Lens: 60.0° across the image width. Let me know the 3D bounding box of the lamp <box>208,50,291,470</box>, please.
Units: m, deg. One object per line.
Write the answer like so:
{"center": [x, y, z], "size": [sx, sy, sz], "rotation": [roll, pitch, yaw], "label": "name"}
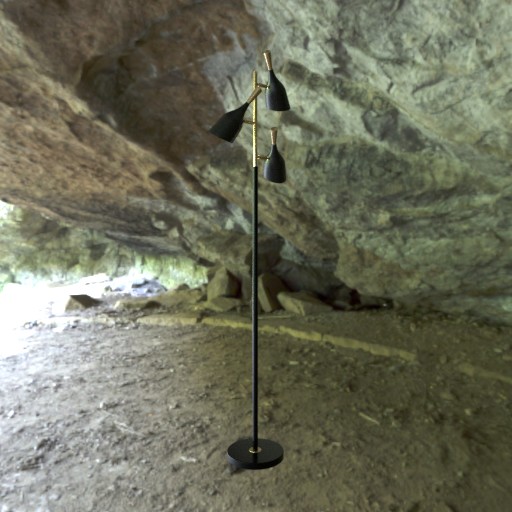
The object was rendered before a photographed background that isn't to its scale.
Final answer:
{"center": [0.000, 0.000, 1.964], "size": [0.434, 1.778, 0.253], "rotation": [0, 0, -36], "label": "lamp"}
